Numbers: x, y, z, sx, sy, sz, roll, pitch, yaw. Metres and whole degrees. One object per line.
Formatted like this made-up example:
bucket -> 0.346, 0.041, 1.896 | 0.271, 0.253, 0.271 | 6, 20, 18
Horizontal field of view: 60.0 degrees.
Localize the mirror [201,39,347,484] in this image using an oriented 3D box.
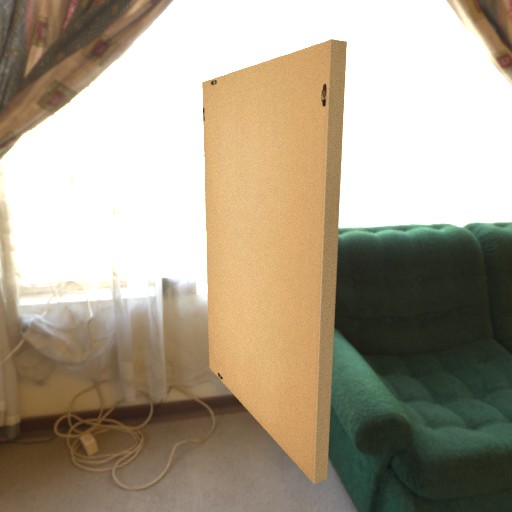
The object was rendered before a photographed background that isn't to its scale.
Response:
mirror -> 0.000, 0.000, 1.148 | 0.041, 0.915, 0.609 | -7, 16, -27
